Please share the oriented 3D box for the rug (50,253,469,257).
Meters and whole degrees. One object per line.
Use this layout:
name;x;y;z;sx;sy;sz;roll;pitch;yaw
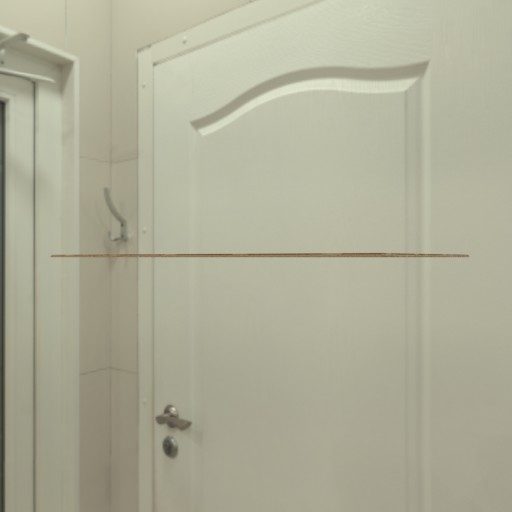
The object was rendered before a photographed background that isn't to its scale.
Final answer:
rug;0.000;0.000;2.917;2.286;0.016;1.555;0;0;36
